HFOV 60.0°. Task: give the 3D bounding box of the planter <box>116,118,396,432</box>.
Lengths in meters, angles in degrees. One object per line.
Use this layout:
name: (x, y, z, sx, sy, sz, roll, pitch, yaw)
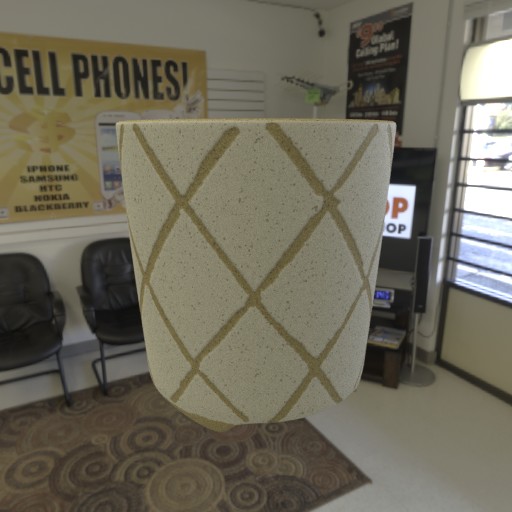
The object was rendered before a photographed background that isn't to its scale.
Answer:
planter: (0.000, 0.000, 0.407, 0.228, 0.235, 0.228, 0, 16, 0)
